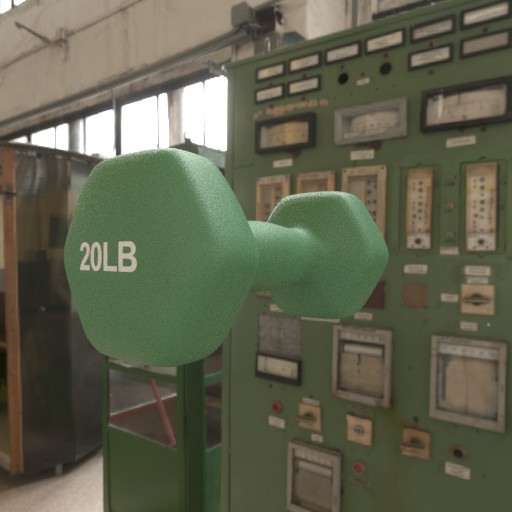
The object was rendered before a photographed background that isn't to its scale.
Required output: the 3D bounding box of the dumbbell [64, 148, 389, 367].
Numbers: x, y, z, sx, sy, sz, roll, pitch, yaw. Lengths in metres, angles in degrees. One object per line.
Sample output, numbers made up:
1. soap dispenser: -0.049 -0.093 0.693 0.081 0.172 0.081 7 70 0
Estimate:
1. dumbbell: 0.000 0.000 0.326 0.126 0.114 0.257 0 1 36
